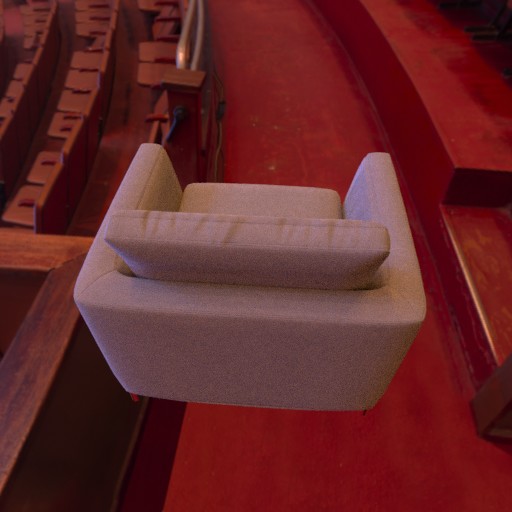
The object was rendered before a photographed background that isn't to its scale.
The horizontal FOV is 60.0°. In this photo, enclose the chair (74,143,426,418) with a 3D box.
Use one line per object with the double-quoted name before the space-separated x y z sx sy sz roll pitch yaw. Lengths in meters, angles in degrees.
"chair" 0.000 0.000 1.659 1.041 0.864 0.889 3 45 3
